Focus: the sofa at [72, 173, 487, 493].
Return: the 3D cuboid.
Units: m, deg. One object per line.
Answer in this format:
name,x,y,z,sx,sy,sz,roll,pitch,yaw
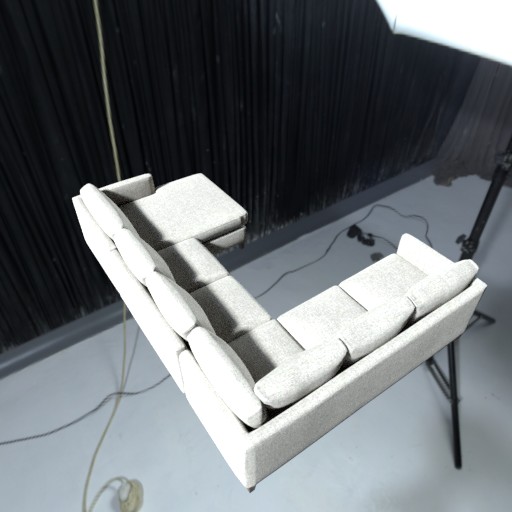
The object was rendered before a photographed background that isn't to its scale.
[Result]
sofa,0.000,0.000,4.519,2.593,0.959,3.460,-25,47,-25
